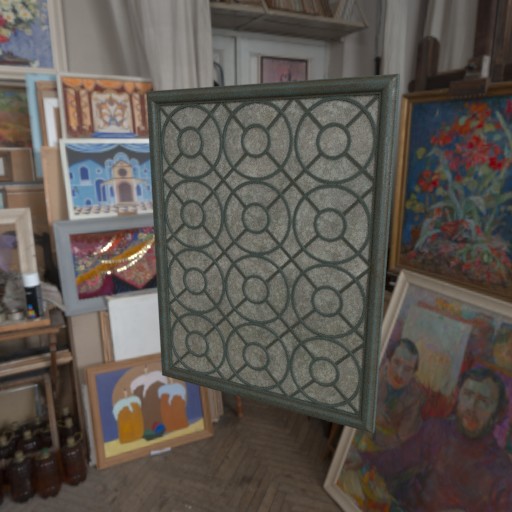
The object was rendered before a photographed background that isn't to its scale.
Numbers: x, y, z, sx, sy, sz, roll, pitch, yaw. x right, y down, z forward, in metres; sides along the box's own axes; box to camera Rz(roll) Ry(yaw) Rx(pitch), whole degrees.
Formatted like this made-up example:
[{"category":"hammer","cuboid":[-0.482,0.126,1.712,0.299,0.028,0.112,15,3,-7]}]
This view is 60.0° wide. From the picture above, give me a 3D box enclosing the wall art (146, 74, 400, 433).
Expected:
[{"category":"wall art","cuboid":[0.000,0.000,1.345,0.767,0.983,0.030,7,15,26]}]
